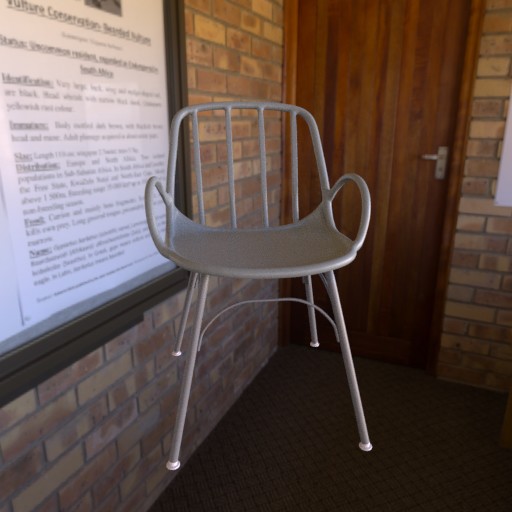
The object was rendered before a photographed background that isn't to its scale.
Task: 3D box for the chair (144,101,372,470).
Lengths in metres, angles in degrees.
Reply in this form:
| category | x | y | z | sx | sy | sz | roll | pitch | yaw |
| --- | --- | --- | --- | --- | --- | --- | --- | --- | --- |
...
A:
| category | x | y | z | sx | sy | sz | roll | pitch | yaw |
| --- | --- | --- | --- | --- | --- | --- | --- | --- | --- |
| chair | 0.000 | 0.000 | 1.198 | 0.549 | 0.816 | 0.597 | -2 | 17 | -7 |
